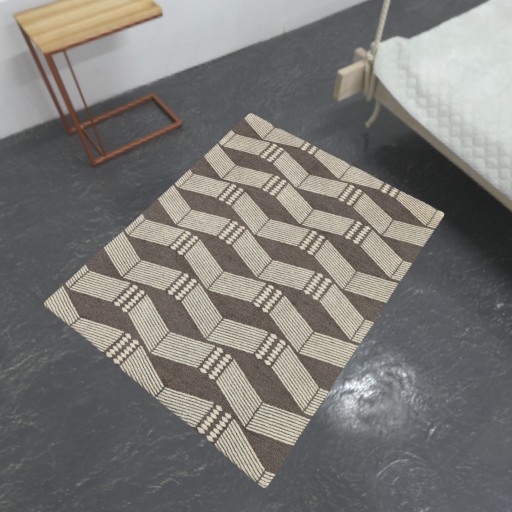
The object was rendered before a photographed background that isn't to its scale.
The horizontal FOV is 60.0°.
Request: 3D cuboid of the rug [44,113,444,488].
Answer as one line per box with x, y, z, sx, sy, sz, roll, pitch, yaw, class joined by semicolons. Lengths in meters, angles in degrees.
0.000;0.000;4.171;2.438;0.016;3.048;33;64;18;rug
